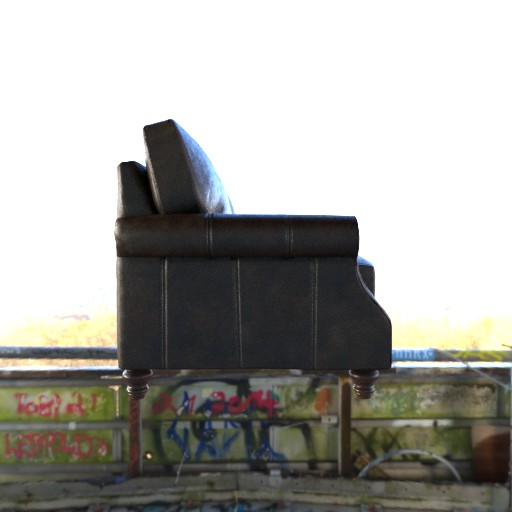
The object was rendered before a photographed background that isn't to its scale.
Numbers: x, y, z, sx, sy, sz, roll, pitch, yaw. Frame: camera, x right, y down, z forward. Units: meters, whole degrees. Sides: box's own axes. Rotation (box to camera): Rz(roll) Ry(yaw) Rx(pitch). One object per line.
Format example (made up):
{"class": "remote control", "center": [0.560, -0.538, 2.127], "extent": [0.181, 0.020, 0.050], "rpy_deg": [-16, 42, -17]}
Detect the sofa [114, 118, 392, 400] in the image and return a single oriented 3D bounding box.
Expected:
{"class": "sofa", "center": [0.000, 0.000, 2.227], "extent": [0.990, 0.976, 1.616], "rpy_deg": [0, 1, 0]}
